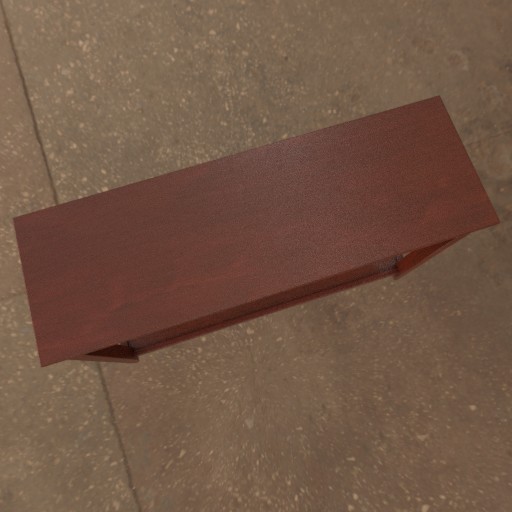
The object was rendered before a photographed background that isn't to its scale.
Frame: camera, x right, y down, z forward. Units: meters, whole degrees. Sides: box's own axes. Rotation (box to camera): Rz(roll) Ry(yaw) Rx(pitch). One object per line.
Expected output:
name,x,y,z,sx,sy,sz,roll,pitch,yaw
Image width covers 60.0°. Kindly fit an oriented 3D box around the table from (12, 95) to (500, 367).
table,0.000,0.000,1.489,1.188,0.739,0.392,-17,76,-4
